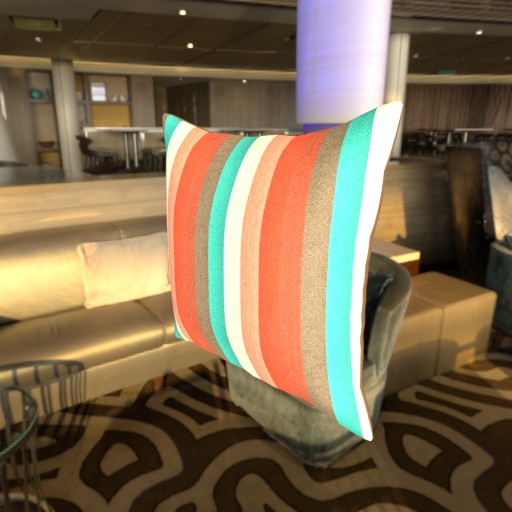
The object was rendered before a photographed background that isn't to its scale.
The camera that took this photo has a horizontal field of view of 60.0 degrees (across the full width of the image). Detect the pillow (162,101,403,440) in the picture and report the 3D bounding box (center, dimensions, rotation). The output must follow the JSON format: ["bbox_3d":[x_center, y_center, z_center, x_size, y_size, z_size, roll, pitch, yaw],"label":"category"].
[{"bbox_3d":[0.000,0.000,0.699,0.453,0.443,0.168,15,21,42],"label":"pillow"}]
